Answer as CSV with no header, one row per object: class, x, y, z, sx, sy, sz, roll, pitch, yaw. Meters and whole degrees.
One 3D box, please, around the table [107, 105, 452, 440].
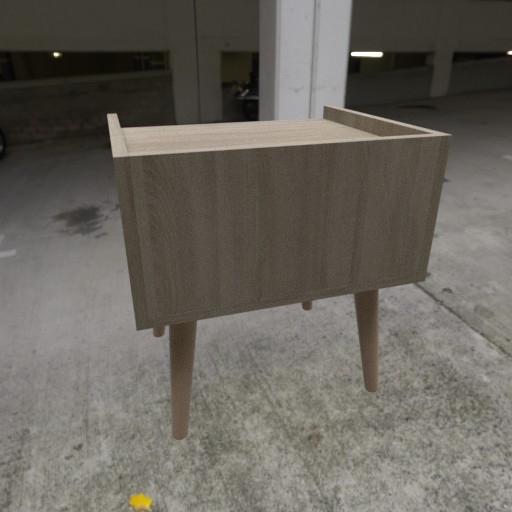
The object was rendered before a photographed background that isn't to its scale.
table,0.000,0.000,0.809,0.450,0.470,0.370,-8,26,-16
